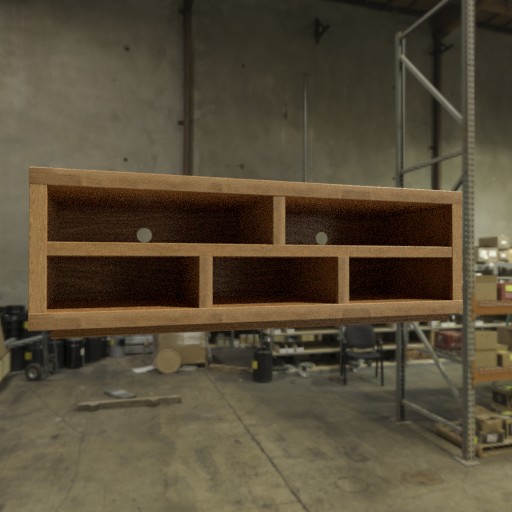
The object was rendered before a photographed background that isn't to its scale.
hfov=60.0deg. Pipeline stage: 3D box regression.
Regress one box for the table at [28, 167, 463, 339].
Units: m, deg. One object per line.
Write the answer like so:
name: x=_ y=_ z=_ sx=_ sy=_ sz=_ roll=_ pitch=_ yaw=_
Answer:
table: x=0.000 y=0.000 z=1.709 sx=1.499 sy=0.491 sz=0.499 roll=0 pitch=-1 yaw=-17
